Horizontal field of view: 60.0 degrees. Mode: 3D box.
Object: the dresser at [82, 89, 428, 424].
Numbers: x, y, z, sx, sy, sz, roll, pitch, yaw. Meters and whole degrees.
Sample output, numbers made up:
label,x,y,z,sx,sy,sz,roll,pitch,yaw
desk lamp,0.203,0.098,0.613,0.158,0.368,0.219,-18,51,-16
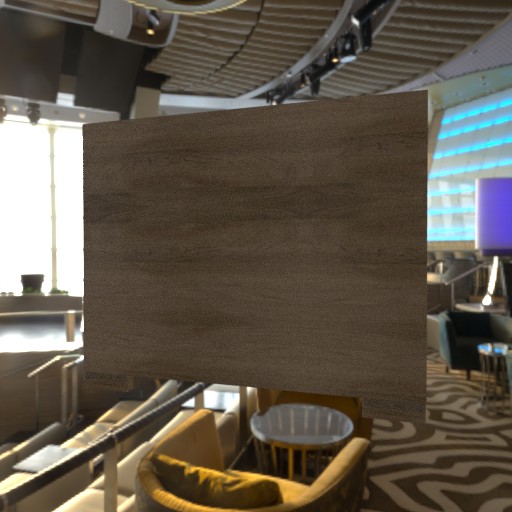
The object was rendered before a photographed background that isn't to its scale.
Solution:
label,x,y,z,sx,sy,sz,roll,pitch,yaw
dresser,0.000,0.000,1.415,0.994,0.816,0.404,0,1,17
